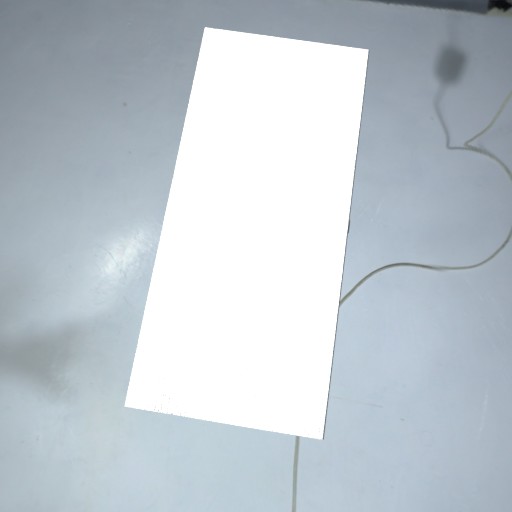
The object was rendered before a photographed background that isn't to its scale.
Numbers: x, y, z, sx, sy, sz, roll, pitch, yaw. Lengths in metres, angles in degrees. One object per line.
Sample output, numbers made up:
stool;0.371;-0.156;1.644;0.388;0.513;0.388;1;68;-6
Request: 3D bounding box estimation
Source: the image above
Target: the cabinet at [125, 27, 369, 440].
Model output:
cabinet;0.000;0.000;1.241;0.370;0.787;0.781;9;78;2
